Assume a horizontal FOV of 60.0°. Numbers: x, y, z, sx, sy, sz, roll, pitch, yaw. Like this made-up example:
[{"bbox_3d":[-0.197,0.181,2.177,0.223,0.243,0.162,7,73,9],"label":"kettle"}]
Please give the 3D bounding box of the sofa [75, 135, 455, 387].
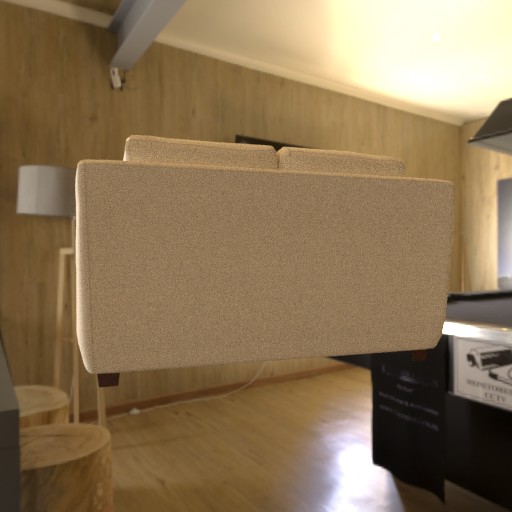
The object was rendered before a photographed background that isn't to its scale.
[{"bbox_3d":[0.000,0.000,2.362,1.744,1.047,1.040,0,0,-17],"label":"sofa"}]
